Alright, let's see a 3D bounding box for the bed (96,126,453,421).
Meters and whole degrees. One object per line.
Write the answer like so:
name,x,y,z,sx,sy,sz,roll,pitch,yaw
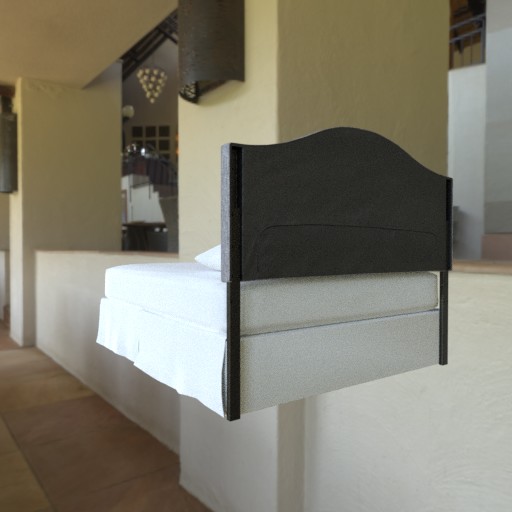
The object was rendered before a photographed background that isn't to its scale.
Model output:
bed,0.000,0.000,2.968,1.610,1.295,1.870,-1,1,-35
